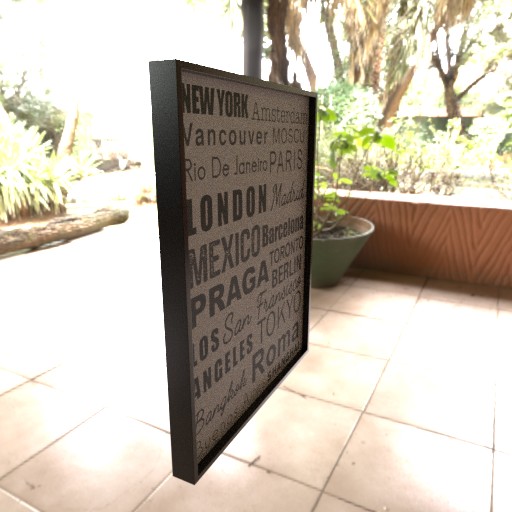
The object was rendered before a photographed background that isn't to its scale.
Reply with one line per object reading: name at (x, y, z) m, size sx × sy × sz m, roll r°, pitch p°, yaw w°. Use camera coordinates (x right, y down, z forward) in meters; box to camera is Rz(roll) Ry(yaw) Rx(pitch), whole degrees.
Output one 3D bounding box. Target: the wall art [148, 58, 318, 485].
wall art at (0.000, 0.000, 0.746) m, size 0.038 × 0.551 × 0.448 m, roll 8°, pitch 17°, yaw 26°
